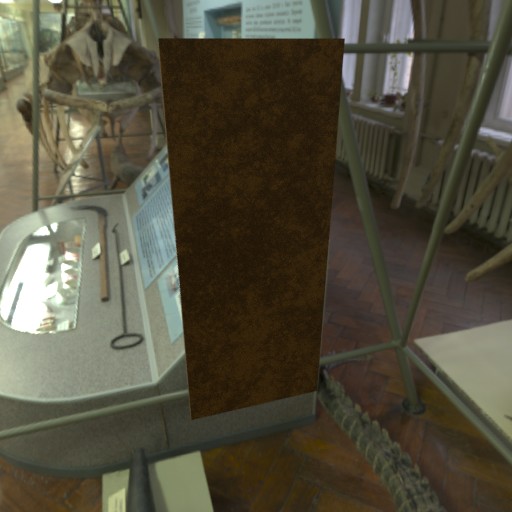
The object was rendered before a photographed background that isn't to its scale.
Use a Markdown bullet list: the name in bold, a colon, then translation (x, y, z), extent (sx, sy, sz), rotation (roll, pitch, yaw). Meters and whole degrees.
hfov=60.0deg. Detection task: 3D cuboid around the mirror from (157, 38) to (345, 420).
- **mirror**: translation (0.000, 0.000, 2.305), extent (0.812, 2.031, 0.032), rotation (-8, 27, -16)
